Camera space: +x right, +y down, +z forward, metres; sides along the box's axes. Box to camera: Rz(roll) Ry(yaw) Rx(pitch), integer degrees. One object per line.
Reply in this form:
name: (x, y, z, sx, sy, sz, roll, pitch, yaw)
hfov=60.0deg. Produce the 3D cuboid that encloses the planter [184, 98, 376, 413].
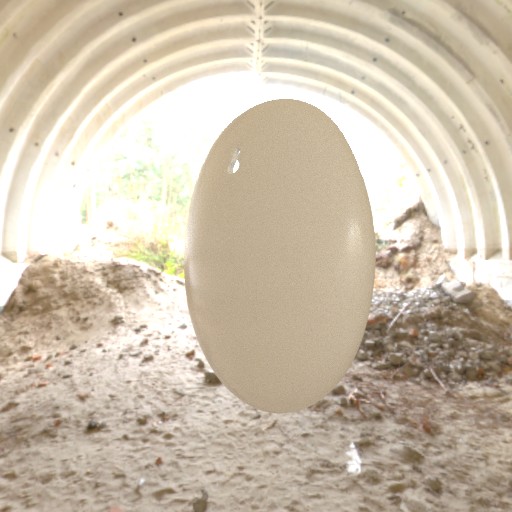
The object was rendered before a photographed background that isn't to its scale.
planter: (0.000, 0.000, 0.276, 0.043, 0.188, 0.185, 0, 0, -35)
